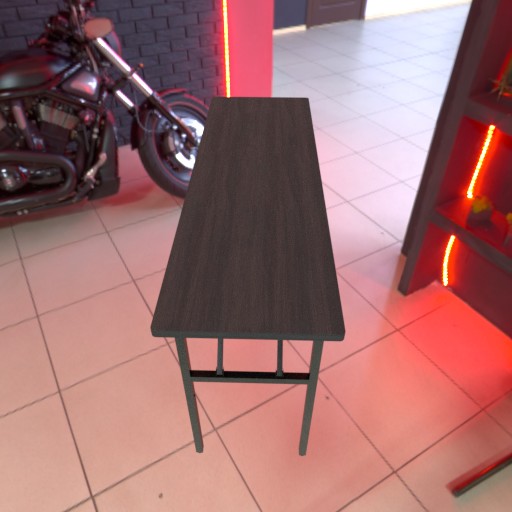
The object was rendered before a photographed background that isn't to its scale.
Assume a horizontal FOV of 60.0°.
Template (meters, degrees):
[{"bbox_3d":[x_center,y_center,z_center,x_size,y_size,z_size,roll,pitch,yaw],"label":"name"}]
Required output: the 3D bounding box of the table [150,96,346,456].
[{"bbox_3d":[0.000,0.000,1.784,0.449,0.750,1.399,1,41,1],"label":"table"}]
